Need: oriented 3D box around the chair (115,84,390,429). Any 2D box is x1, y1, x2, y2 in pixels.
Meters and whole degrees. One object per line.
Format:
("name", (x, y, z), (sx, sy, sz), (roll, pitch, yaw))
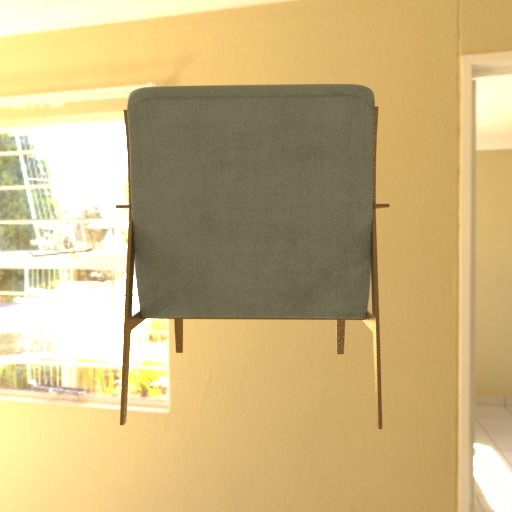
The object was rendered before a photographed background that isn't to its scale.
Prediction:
("chair", (0.000, 0.000, 1.467), (0.701, 0.824, 0.842), (0, 0, 2))
